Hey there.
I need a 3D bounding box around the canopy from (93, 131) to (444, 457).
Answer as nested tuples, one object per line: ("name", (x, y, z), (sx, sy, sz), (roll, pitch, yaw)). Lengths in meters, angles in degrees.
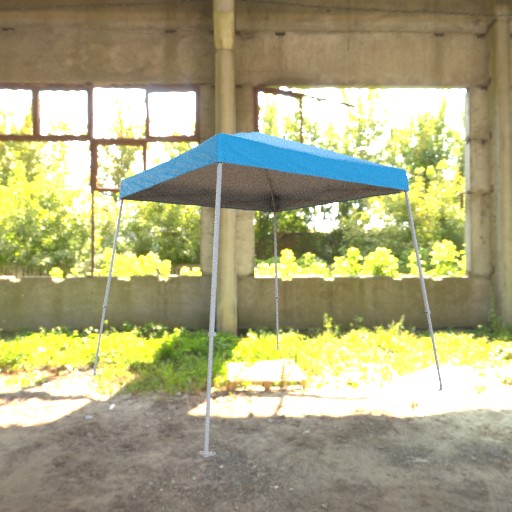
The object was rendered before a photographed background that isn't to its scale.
("canopy", (0.000, 0.000, 6.388), (3.599, 3.600, 3.600), (1, -1, -35))
